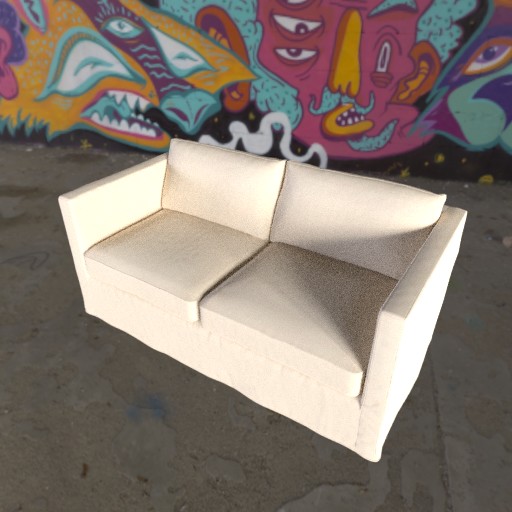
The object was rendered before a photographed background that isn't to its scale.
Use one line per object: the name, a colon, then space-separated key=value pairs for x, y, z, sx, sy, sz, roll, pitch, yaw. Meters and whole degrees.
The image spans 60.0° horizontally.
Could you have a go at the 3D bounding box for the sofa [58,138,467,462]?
sofa: x=0.000 y=0.000 z=2.243 sx=1.746 sy=0.834 sz=0.962 roll=19 pitch=37 yaw=28
